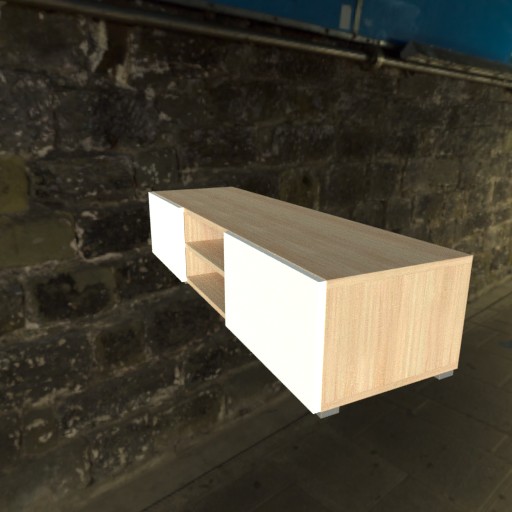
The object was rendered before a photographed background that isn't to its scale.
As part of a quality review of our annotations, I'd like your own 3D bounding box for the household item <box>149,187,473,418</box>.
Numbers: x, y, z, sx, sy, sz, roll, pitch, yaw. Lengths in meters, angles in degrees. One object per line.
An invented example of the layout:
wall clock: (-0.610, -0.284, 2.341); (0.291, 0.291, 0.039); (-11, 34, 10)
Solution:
household item: (0.000, 0.000, 1.570); (0.420, 0.310, 1.400); (-8, 18, -25)
